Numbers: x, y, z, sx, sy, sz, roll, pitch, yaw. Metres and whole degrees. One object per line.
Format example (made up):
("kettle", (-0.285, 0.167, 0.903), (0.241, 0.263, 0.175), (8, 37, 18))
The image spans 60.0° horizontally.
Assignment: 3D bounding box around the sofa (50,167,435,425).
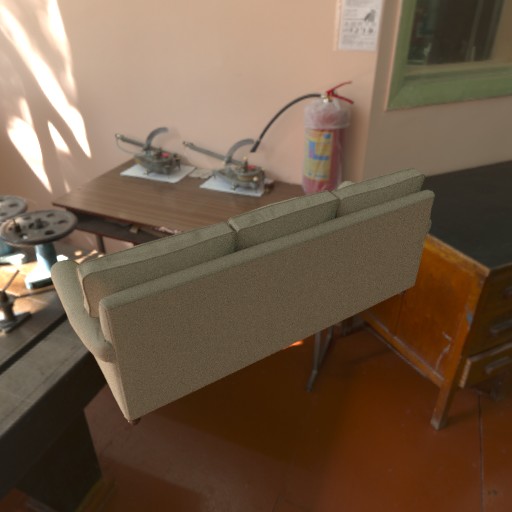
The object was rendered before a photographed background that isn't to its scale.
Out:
("sofa", (0.000, 0.000, 2.850), (2.354, 0.948, 0.966), (-19, 36, -28))
